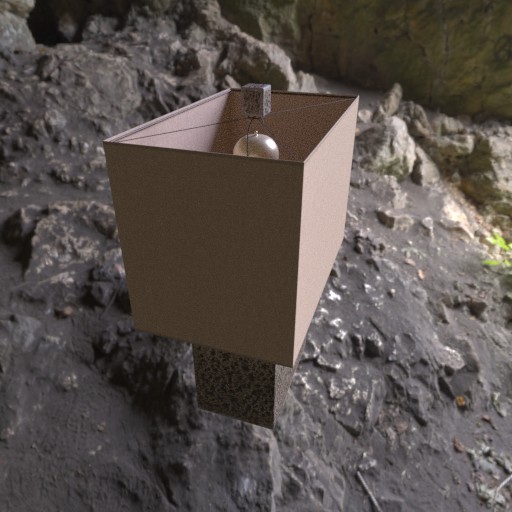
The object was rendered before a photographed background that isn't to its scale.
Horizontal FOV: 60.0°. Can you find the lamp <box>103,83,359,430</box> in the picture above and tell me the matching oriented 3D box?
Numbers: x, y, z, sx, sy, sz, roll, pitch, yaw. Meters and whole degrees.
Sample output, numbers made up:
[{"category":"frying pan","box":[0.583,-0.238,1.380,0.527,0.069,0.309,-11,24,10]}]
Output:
[{"category":"lamp","box":[0.000,0.000,0.567,0.180,0.411,0.294,10,31,17]}]
